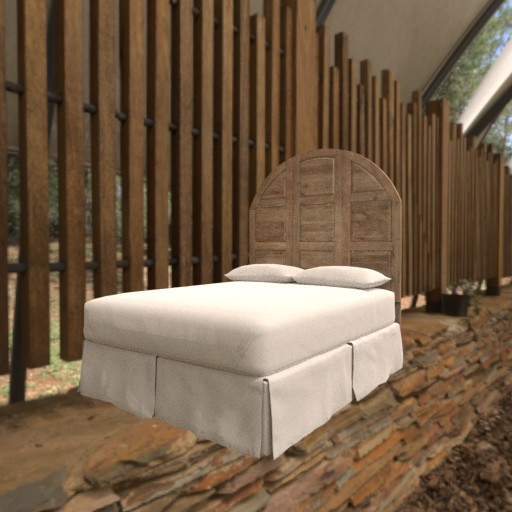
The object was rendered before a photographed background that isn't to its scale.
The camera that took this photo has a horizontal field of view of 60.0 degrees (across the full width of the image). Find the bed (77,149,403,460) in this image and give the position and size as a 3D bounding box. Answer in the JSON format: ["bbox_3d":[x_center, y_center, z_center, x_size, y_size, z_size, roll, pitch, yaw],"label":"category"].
[{"bbox_3d":[0.000,0.000,3.470,1.713,2.002,2.112,1,2,36],"label":"bed"}]
